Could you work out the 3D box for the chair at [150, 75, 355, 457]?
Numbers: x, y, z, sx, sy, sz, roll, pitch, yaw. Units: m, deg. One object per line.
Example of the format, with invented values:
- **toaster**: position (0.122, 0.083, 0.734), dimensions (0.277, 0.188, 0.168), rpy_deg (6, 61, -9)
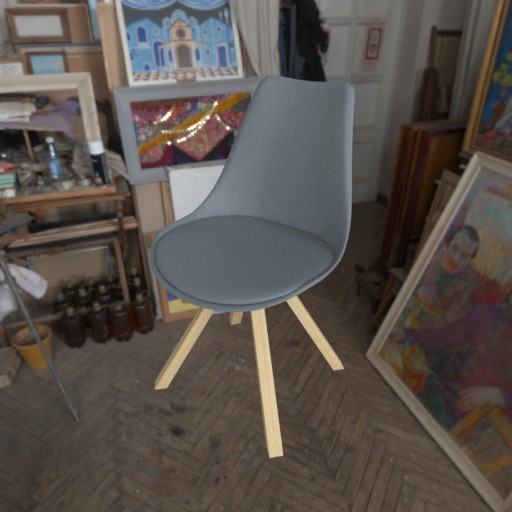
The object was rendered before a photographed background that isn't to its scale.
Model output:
- **chair**: position (0.000, 0.000, 1.208), dimensions (0.485, 0.850, 0.549), rpy_deg (19, 34, 29)
